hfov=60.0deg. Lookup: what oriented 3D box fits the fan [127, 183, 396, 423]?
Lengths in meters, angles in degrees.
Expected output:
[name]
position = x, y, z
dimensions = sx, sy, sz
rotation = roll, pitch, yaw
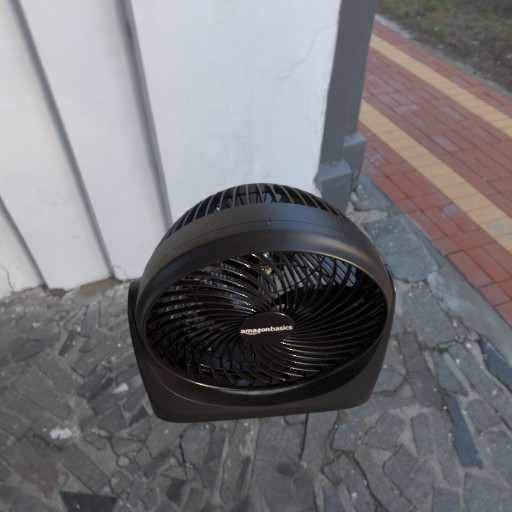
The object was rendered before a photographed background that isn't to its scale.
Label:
[fan]
position = 0.000, 0.000, 0.500
dimensions = 0.273, 0.277, 0.256
rotation = -4, 47, -3
